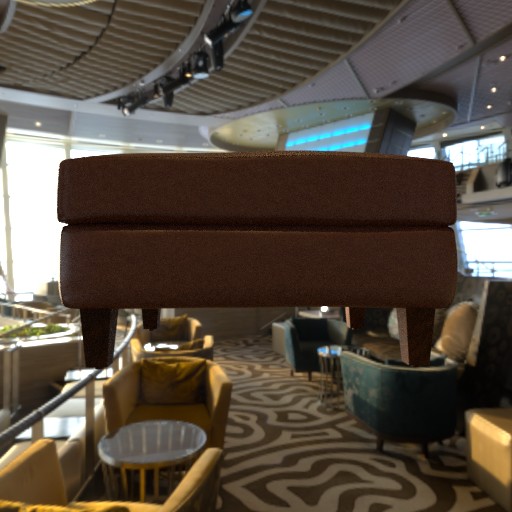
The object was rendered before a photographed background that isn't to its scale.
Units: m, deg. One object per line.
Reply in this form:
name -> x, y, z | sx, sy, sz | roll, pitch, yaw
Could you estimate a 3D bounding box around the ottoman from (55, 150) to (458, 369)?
ottoman -> 0.000, 0.000, 1.217 | 0.851, 0.485, 0.650 | 0, -1, -2
